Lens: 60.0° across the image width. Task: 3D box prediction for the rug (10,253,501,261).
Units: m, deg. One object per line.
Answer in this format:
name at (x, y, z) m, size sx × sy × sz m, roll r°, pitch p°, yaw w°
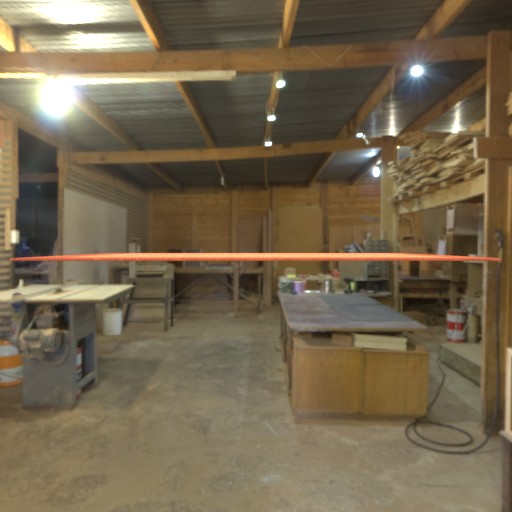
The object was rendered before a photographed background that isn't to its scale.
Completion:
rug at (0.000, 0.000, 2.954) m, size 2.438 × 0.014 × 1.524 m, roll 0°, pitch 1°, yaw 0°
